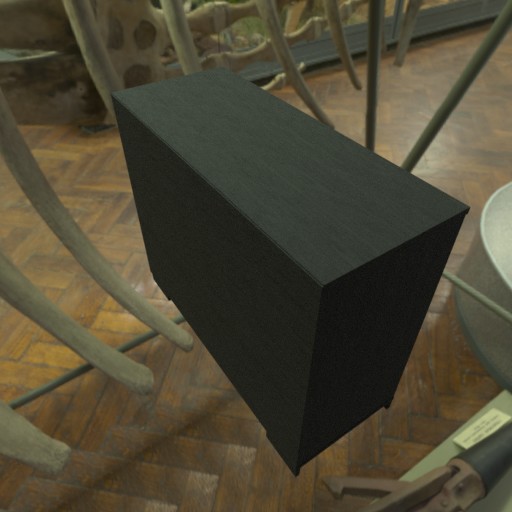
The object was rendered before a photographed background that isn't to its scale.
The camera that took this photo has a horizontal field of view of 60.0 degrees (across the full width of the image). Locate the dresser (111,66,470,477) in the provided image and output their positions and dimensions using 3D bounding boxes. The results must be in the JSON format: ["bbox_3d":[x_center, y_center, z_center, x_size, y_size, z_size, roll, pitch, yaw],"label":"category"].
[{"bbox_3d":[0.000,0.000,1.415,0.404,0.816,0.994,-25,48,-25],"label":"dresser"}]
